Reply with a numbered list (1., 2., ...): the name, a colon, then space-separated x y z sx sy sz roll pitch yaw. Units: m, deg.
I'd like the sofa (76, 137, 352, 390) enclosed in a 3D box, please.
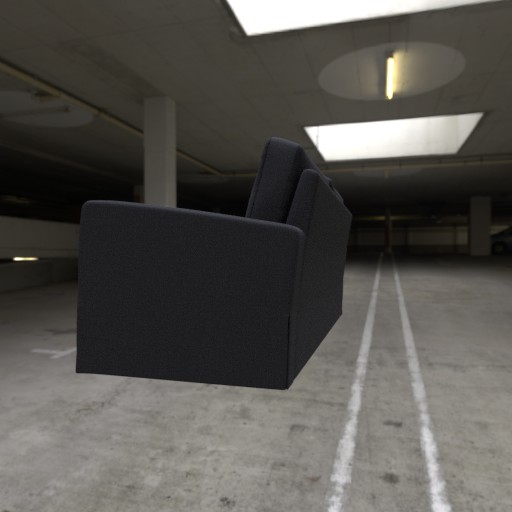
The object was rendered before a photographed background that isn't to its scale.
1. sofa: 0.000 0.000 2.362 0.898 0.839 1.852 0 0 16
